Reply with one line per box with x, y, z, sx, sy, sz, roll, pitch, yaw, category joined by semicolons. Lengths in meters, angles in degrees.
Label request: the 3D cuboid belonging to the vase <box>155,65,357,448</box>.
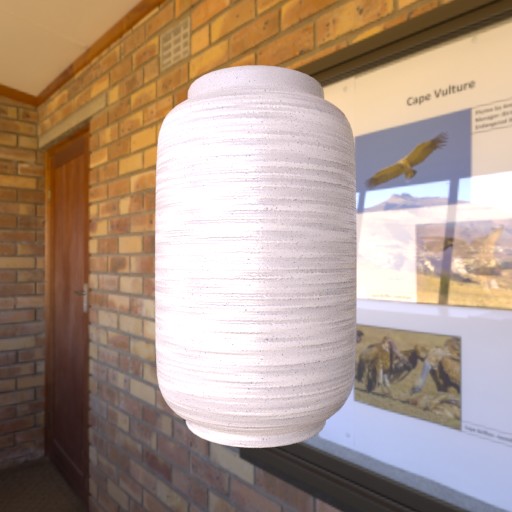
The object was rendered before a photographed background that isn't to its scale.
0.000;0.000;0.456;0.202;0.335;0.202;0;-1;0;vase
